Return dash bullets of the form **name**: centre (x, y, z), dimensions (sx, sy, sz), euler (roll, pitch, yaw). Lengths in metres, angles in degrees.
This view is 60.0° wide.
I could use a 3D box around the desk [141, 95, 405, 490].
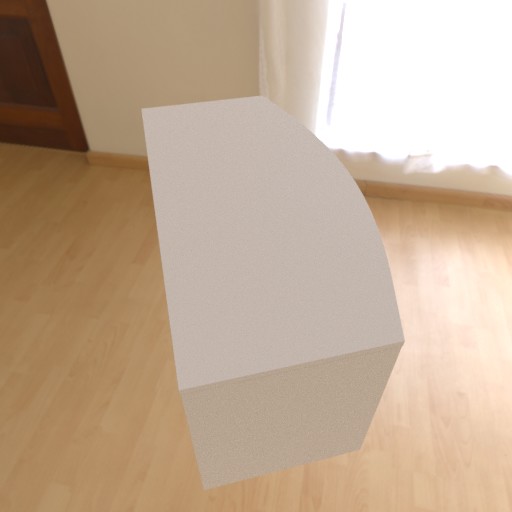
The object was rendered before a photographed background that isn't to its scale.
- **desk**: centre (0.000, 0.000, 2.020), dimensions (0.802, 0.750, 1.600), euler (-10, 45, -10)
